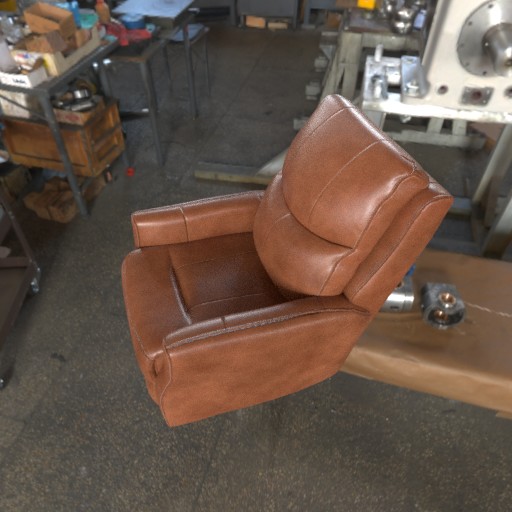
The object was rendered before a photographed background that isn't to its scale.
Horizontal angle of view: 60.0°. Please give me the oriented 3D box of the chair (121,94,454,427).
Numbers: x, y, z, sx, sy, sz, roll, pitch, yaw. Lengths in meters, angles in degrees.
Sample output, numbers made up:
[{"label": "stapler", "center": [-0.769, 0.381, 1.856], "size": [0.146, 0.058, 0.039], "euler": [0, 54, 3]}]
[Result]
[{"label": "chair", "center": [0.000, 0.000, 1.758], "size": [1.072, 1.016, 0.821], "euler": [-14, 47, -14]}]
